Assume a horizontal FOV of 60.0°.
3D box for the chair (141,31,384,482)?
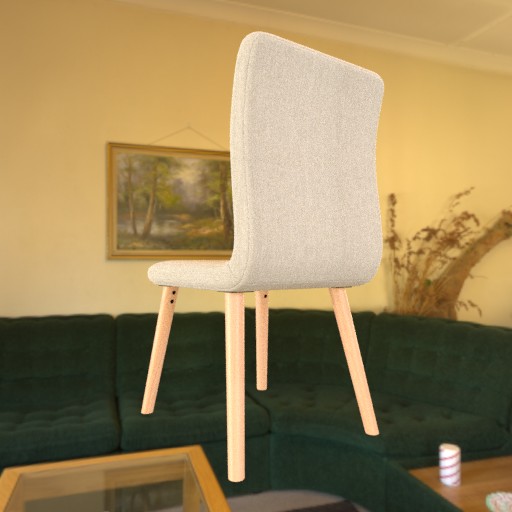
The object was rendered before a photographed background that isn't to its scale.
[{"bbox_3d":[0.000,0.000,1.176,0.435,0.885,0.550,1,-1,-35],"label":"chair"}]
